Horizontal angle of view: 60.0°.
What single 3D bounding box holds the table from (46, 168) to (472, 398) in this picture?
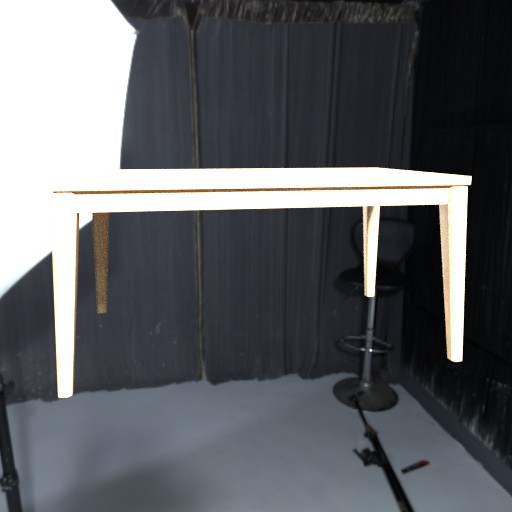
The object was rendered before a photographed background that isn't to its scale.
[{"bbox_3d":[0.000,0.000,2.057,1.600,0.760,0.900,-2,14,-10],"label":"table"}]
